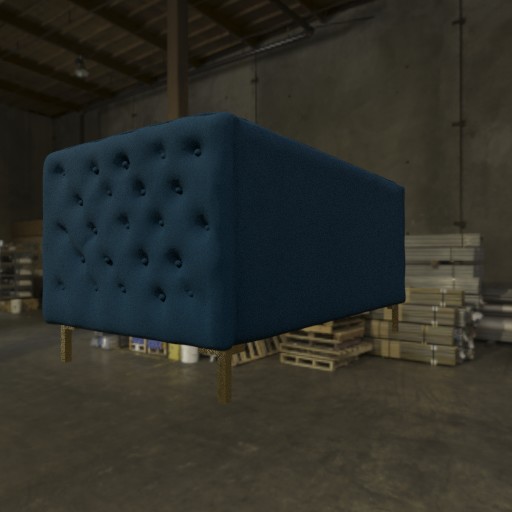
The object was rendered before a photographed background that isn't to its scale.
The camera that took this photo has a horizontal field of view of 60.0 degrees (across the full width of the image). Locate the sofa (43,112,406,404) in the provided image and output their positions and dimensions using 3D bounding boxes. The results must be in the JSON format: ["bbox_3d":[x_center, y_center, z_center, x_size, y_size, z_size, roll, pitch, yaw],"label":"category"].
[{"bbox_3d":[0.000,0.000,2.024,0.909,0.810,1.583,0,0,36],"label":"sofa"}]
